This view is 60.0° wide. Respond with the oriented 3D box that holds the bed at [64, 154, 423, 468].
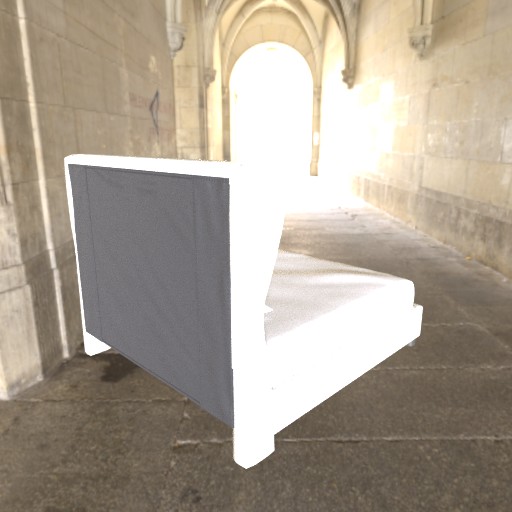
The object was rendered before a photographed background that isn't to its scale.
[{"bbox_3d":[0.000,0.000,3.920,2.219,1.771,2.347,14,21,43],"label":"bed"}]
